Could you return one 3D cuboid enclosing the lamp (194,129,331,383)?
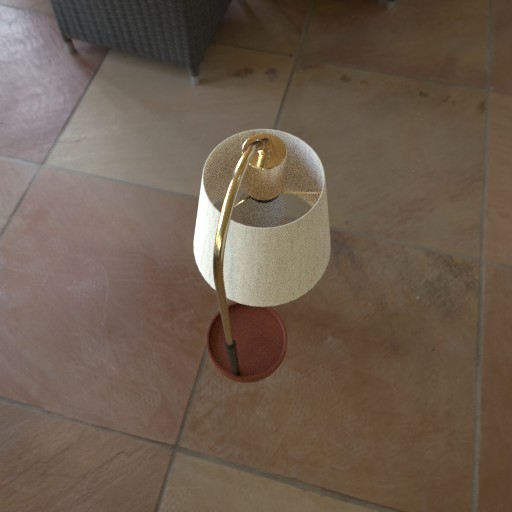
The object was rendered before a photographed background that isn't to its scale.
[{"bbox_3d":[0.000,0.000,0.659,0.211,0.536,0.273,16,64,8],"label":"lamp"}]
